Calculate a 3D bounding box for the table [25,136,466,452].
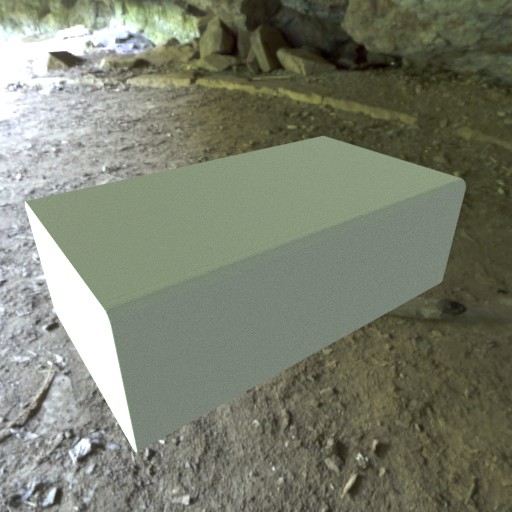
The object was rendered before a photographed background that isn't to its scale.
[{"bbox_3d":[0.000,0.000,1.369,1.097,0.442,0.639,-20,36,-31],"label":"table"}]
